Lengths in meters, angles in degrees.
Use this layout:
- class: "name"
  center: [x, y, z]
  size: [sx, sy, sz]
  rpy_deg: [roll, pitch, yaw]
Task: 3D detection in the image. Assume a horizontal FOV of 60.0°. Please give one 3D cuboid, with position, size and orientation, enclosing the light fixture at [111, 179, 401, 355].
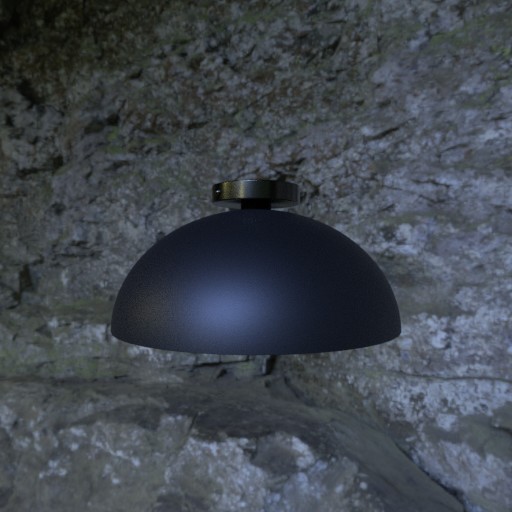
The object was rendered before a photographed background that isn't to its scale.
- class: "light fixture"
  center: [0.000, 0.000, 0.569]
  size: [0.355, 0.177, 0.355]
  rpy_deg: [0, 0, 0]
